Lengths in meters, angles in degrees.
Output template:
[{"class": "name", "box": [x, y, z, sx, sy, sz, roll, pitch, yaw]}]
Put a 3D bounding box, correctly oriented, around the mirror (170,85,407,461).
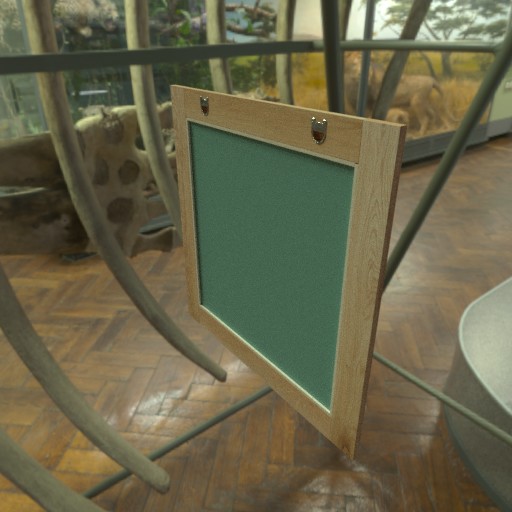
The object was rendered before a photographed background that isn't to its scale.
[{"class": "mirror", "box": [0.000, 0.000, 1.193, 0.020, 0.800, 0.800, -19, 32, -33]}]
